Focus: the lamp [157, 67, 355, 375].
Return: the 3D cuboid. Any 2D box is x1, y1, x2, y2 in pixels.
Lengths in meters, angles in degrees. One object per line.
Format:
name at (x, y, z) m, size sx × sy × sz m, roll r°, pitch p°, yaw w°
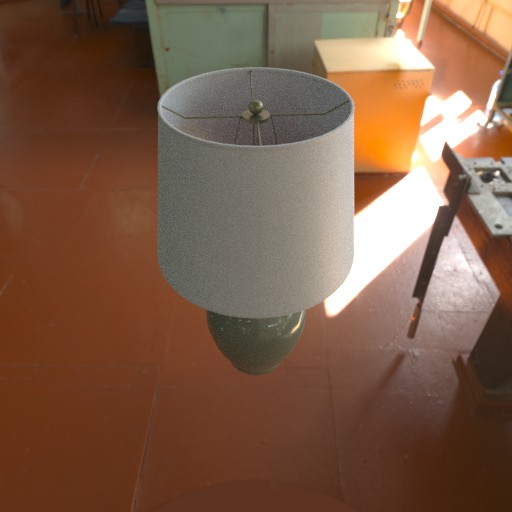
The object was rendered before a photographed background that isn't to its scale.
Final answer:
lamp at (0.000, 0.000, 0.559) m, size 0.239 × 0.399 × 0.239 m, roll 0°, pitch 41°, yaw 0°
